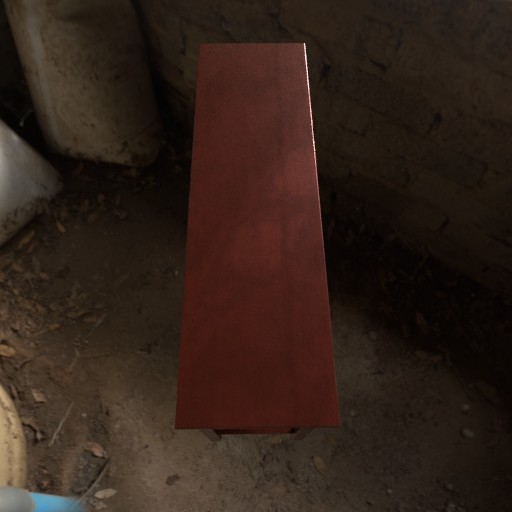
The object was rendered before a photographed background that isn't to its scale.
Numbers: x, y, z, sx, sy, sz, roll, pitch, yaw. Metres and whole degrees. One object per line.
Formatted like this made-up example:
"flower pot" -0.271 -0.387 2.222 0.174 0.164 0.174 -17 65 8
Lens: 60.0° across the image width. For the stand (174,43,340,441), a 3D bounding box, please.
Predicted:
"stand" 0.000 0.000 1.757 0.410 0.872 1.362 -1 63 0
